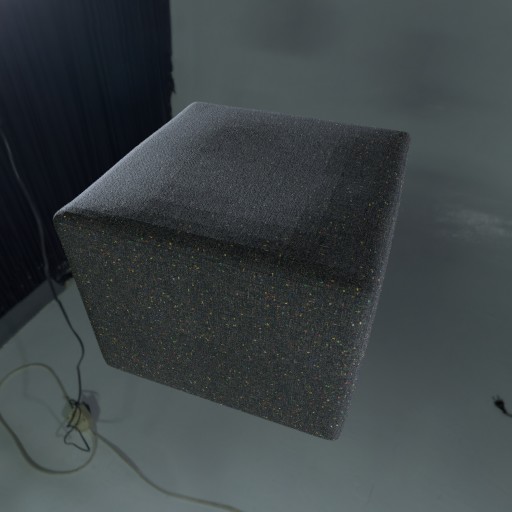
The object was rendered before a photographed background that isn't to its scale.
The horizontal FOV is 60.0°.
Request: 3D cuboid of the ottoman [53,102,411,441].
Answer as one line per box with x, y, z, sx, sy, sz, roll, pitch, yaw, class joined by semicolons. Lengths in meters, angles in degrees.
0.000;0.000;0.912;0.508;0.432;0.508;13;42;15;ottoman
